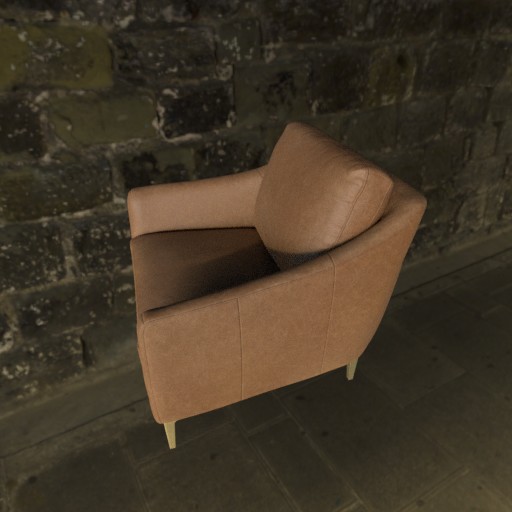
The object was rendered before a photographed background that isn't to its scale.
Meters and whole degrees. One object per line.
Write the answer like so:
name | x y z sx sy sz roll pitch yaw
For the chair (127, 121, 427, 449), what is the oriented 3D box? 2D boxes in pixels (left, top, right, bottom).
chair | 0.000 0.000 1.752 0.963 0.895 0.988 -8 31 -13
